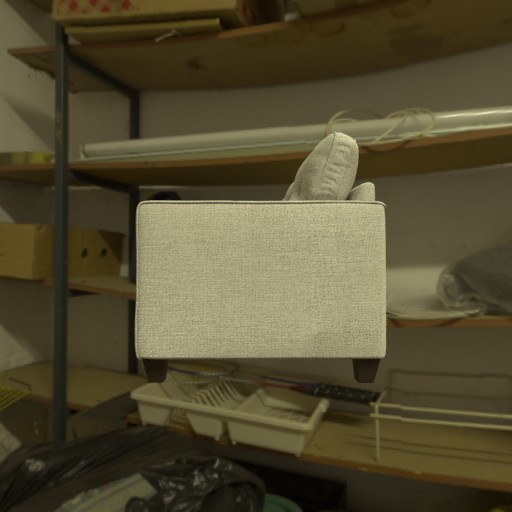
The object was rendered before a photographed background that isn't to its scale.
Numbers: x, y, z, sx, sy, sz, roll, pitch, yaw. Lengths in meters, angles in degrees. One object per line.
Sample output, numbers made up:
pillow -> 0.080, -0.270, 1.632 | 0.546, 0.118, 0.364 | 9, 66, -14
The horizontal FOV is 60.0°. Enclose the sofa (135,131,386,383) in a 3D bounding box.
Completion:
sofa -> 0.000, 0.000, 2.654 | 0.939, 0.965, 2.133 | 0, -1, -1
